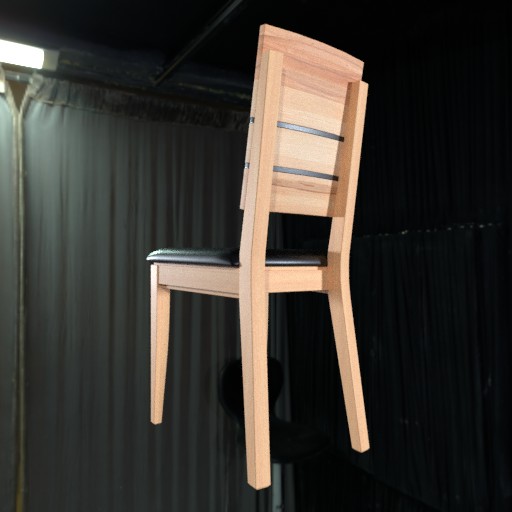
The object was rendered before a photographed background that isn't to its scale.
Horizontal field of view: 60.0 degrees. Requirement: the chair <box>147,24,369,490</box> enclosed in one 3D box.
[{"bbox_3d":[0.000,0.000,1.176,0.410,0.940,0.520,1,-1,-35],"label":"chair"}]
